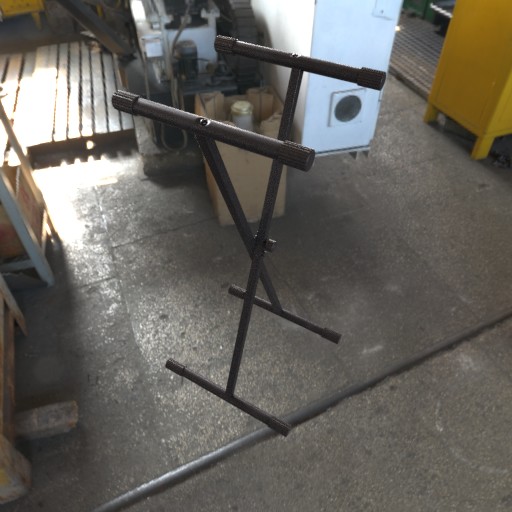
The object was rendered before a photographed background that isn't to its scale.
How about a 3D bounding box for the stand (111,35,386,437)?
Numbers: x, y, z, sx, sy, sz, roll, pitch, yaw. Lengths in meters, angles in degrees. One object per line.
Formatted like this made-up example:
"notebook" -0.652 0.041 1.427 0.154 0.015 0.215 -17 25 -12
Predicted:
"stand" 0.000 0.000 1.171 0.449 0.940 0.409 23 49 21
